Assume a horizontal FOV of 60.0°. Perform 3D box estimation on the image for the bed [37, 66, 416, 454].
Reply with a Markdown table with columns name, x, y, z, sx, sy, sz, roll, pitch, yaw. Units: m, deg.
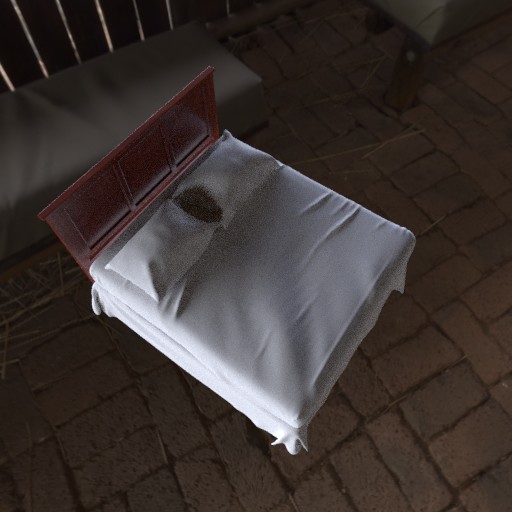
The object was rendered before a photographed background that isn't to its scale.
| name | x | y | z | sx | sy | sz | roll | pitch | yaw |
| --- | --- | --- | --- | --- | --- | --- | --- | --- | --- |
| bed | 0.000 | 0.000 | 3.229 | 2.050 | 1.270 | 1.870 | 32 | 66 | 17 |
